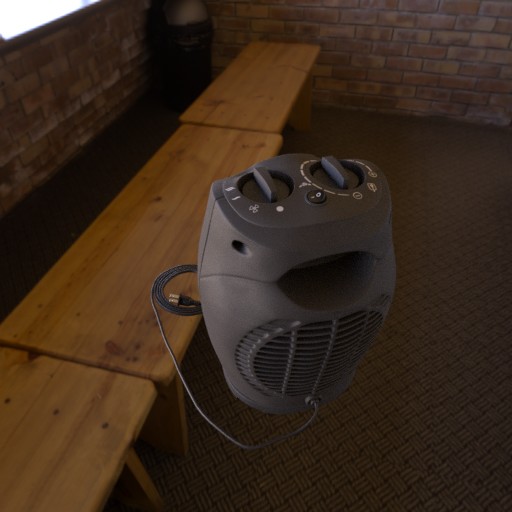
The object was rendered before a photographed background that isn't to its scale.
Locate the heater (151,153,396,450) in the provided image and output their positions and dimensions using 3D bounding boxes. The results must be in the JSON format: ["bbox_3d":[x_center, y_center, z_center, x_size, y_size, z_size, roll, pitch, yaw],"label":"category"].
[{"bbox_3d":[0.000,0.000,0.474,0.239,0.255,0.291,-11,43,-13],"label":"heater"}]
